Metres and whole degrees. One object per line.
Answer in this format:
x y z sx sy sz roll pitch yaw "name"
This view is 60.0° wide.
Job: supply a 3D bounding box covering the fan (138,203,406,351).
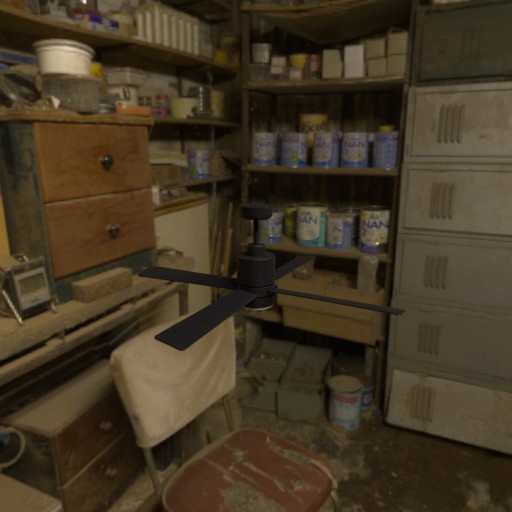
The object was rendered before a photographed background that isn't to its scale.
0.000 0.000 2.324 1.525 0.534 1.525 7 16 27 "fan"
